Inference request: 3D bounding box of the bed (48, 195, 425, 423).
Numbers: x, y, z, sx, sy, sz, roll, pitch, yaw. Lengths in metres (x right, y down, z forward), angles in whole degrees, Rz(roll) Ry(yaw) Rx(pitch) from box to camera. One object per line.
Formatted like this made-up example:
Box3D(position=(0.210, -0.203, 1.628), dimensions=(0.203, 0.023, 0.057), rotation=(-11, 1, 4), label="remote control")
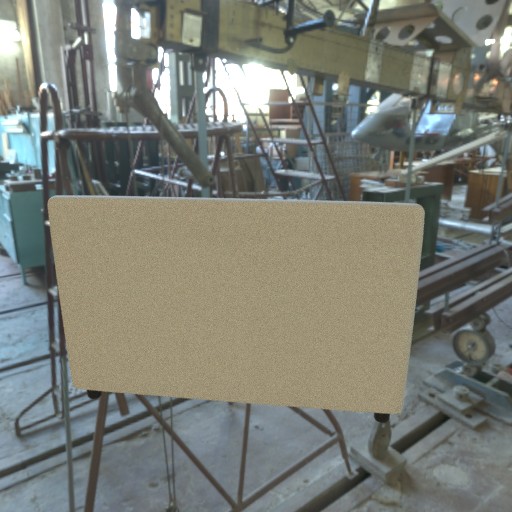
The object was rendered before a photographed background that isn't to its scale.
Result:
Box3D(position=(0.000, 0.000, 3.607), dimensions=(2.119, 1.317, 2.341), rotation=(2, 17, 7), label="bed")
